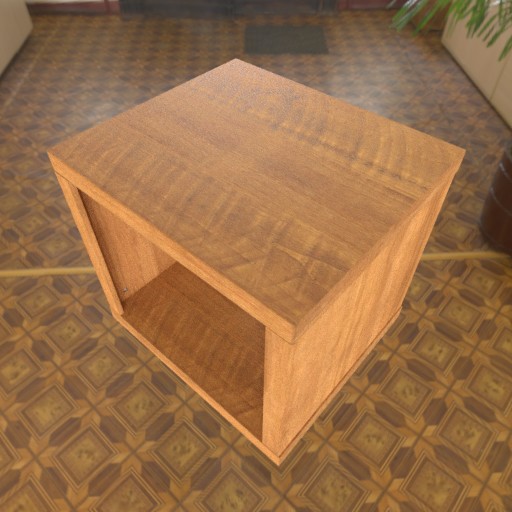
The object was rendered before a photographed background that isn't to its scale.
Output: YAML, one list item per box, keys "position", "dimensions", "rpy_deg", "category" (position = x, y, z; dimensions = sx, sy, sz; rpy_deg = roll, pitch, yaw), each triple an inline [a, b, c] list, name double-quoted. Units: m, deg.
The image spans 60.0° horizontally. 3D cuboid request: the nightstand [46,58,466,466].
- position: [0.000, 0.000, 0.869]
  dimensions: [0.493, 0.491, 0.436]
  rpy_deg: [33, 56, 26]
  category: "nightstand"
